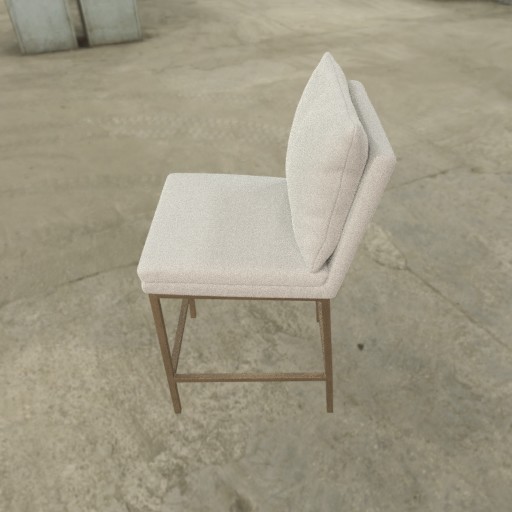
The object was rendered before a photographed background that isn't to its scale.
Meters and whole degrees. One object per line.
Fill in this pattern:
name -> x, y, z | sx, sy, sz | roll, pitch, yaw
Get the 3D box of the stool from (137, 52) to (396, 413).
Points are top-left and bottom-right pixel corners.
stool -> 0.000, 0.000, 1.326 | 0.572, 1.032, 0.463 | 0, 41, 1
